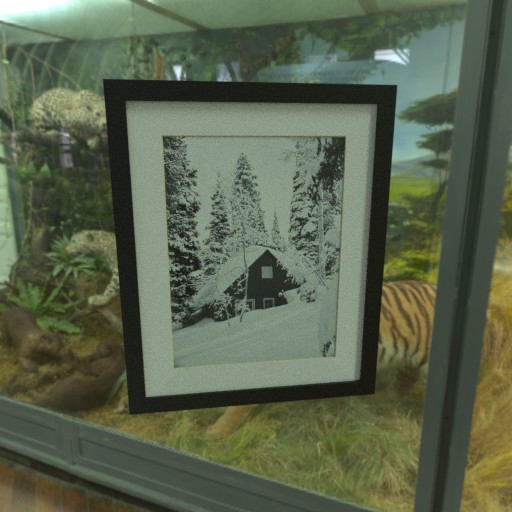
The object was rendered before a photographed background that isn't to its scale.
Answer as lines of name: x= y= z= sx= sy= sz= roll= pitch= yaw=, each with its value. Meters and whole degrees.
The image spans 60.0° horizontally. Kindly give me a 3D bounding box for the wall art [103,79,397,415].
wall art: x=0.000 y=0.000 z=0.542 sx=0.325 sy=0.397 sz=0.018 roll=-2 pitch=14 yaw=-8
